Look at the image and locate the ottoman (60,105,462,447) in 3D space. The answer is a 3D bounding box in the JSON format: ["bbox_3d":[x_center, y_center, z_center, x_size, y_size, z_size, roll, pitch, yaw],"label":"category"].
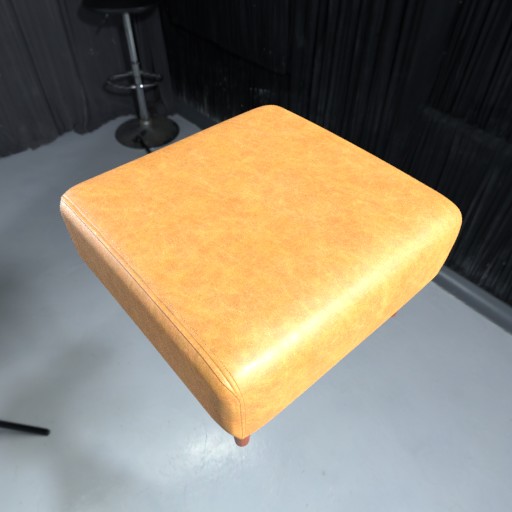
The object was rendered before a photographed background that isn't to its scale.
[{"bbox_3d":[0.000,0.000,1.066,0.650,0.399,0.650,-32,54,-27],"label":"ottoman"}]
